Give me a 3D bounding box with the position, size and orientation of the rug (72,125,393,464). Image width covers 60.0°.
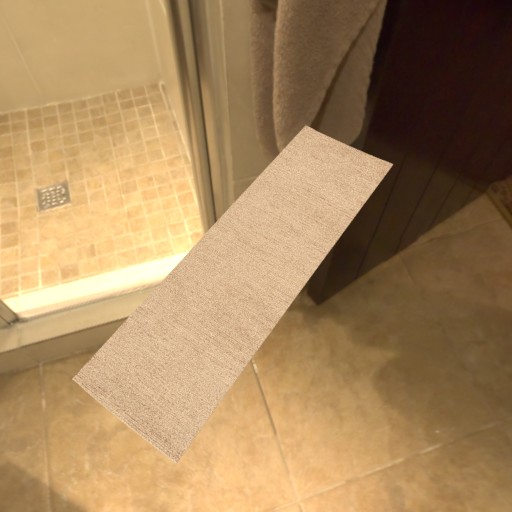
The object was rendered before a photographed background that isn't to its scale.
[{"bbox_3d":[0.000,0.000,2.709,0.712,0.013,2.346,31,63,18],"label":"rug"}]
